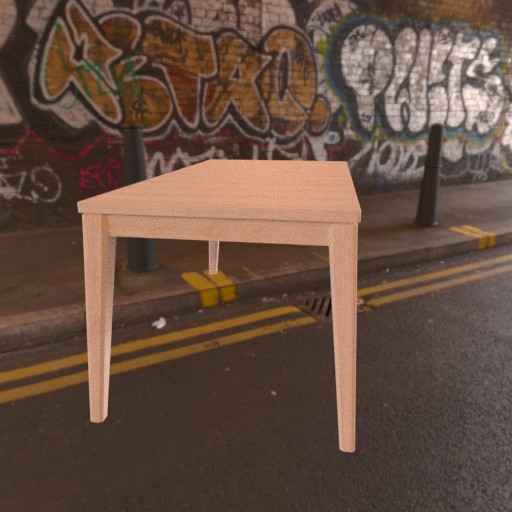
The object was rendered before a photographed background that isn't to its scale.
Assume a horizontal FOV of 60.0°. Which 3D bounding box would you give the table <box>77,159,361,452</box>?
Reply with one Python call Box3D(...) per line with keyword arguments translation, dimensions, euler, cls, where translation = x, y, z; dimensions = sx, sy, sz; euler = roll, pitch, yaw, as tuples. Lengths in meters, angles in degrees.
Box3D(translation=(0.000, 0.000, 2.103), dimensions=(0.900, 0.760, 1.600), euler=(3, 17, 9), cls="table")
